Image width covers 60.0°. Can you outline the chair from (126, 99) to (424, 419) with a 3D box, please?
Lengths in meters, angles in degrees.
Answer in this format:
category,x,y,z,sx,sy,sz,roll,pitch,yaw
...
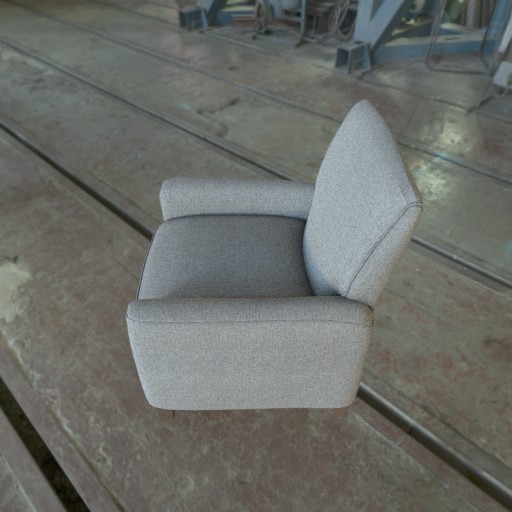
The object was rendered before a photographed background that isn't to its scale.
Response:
category,x,y,z,sx,sy,sz,roll,pitch,yaw
chair,0.000,0.000,1.664,0.864,1.014,0.848,0,41,-1
